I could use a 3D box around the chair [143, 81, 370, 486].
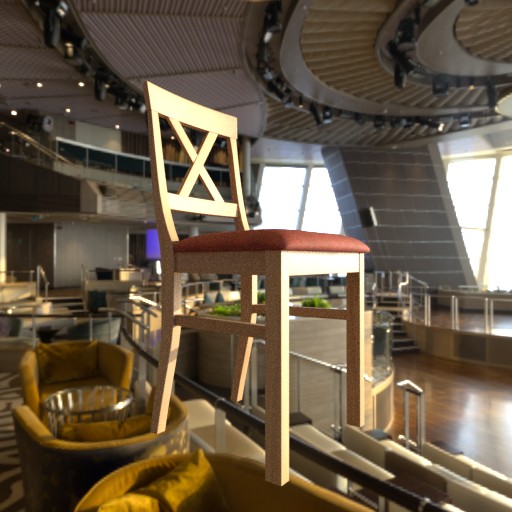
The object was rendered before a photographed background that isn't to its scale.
[{"bbox_3d":[0.000,0.000,1.172,0.492,0.912,0.439,0,-1,37],"label":"chair"}]
